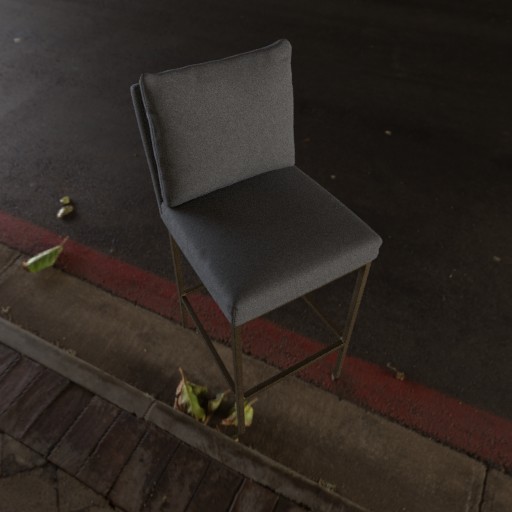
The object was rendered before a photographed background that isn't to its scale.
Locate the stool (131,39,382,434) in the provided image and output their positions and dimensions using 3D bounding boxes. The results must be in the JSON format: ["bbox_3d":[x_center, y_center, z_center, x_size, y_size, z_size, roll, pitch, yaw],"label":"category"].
[{"bbox_3d":[0.000,0.000,1.407,0.463,1.130,0.569,-23,51,-20],"label":"stool"}]
